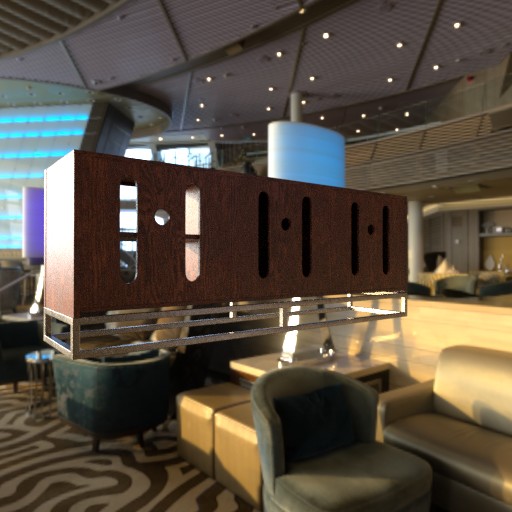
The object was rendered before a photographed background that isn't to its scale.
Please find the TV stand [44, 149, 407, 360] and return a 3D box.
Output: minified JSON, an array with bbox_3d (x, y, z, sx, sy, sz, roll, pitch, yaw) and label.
[{"bbox_3d":[0.000,0.000,1.828,1.541,0.578,0.382,0,-1,-37],"label":"TV stand"}]
